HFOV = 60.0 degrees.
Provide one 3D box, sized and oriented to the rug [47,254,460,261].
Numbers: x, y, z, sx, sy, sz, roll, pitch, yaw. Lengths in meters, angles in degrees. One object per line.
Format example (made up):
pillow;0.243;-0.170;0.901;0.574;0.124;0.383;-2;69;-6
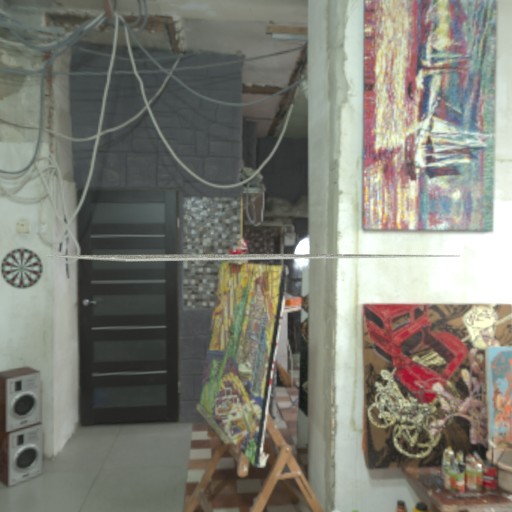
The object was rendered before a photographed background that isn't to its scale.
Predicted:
rug;0.000;0.000;2.910;2.284;0.008;1.522;-1;1;-35
